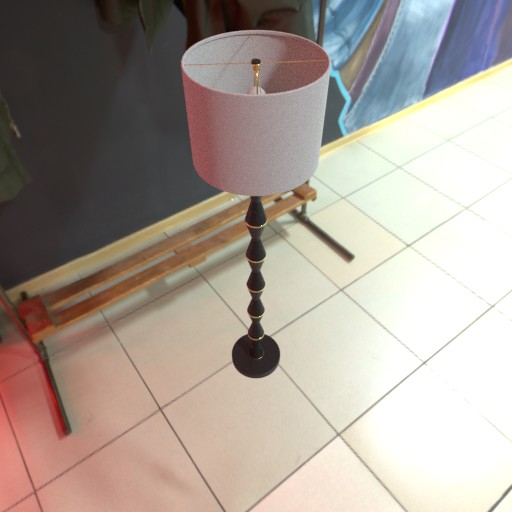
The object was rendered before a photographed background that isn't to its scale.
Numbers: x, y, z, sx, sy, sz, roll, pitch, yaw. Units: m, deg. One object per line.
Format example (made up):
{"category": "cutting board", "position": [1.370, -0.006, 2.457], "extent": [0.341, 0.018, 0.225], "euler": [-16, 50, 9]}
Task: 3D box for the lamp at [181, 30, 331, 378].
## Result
{"category": "lamp", "position": [0.000, 0.000, 1.672], "extent": [0.381, 1.480, 0.381], "euler": [-3, 47, -3]}
